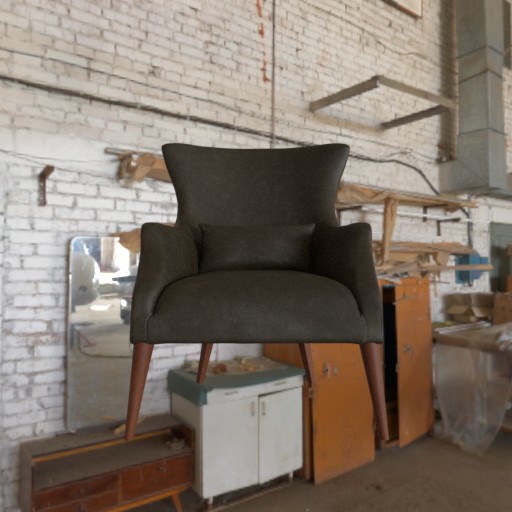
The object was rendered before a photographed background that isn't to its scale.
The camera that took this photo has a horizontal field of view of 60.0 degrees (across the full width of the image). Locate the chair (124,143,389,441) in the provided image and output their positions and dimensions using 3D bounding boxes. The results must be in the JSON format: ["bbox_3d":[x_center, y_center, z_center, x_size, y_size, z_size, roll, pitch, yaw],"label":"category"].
[{"bbox_3d":[0.000,0.000,1.724,0.819,1.068,0.954,0,-1,0],"label":"chair"}]
